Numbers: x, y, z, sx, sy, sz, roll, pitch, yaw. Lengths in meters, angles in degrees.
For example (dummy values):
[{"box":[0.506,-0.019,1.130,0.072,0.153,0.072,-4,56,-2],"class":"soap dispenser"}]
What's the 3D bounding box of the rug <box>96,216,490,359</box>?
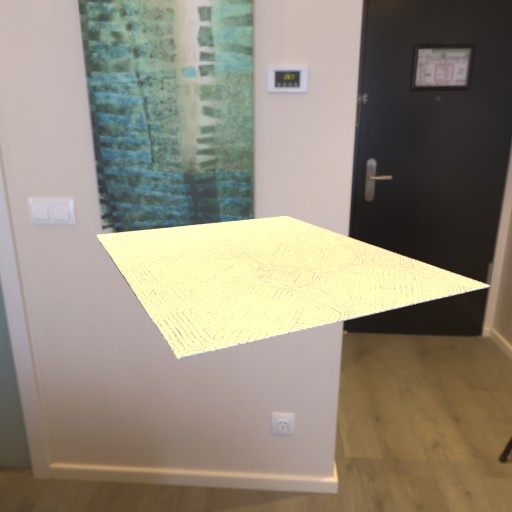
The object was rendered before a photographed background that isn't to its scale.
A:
[{"box":[0.000,0.000,4.148,2.457,0.015,3.049,-8,18,-25],"class":"rug"}]
